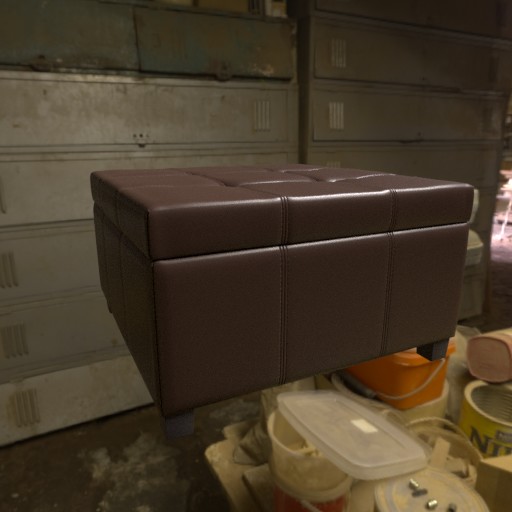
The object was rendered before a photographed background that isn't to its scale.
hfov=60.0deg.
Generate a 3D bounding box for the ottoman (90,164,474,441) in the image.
[{"bbox_3d":[0.000,0.000,1.263,0.788,0.460,0.787,-8,17,-25],"label":"ottoman"}]
